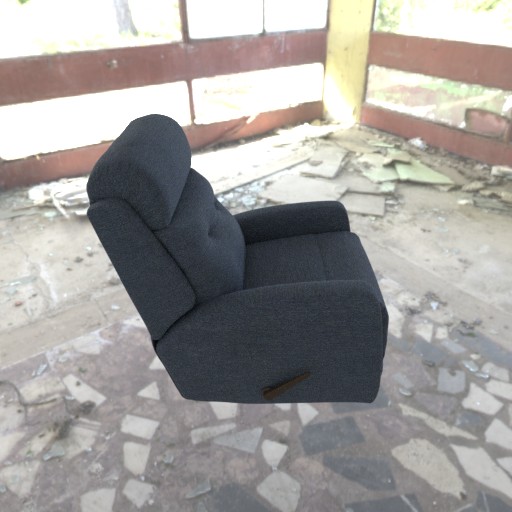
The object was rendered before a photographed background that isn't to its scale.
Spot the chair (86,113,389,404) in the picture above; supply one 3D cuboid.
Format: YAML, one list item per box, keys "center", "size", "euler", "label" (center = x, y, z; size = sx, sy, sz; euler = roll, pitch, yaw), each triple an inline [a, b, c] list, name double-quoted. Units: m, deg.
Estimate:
- center: [0.000, 0.000, 1.774]
  size: [1.043, 1.013, 0.798]
  euler: [0, 32, 0]
  label: "chair"
